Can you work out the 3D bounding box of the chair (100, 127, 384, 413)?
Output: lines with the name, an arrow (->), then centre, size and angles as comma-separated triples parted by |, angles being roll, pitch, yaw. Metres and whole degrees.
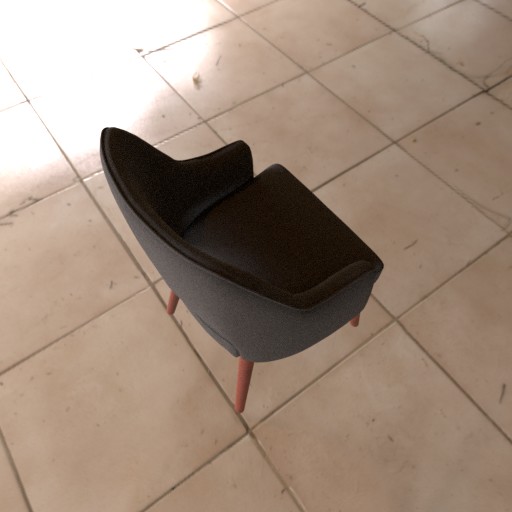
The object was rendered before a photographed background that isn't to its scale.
chair -> 0.000, 0.000, 1.183 | 0.560, 0.838, 0.559 | -32, 63, -19
